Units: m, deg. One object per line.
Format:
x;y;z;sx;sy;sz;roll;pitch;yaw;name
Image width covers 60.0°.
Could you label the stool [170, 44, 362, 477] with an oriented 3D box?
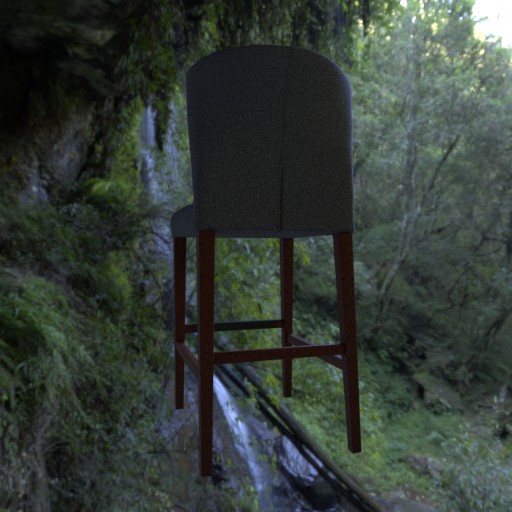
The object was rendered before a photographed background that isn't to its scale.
0.000;0.000;1.380;0.481;1.069;0.568;0;0;-18;stool
